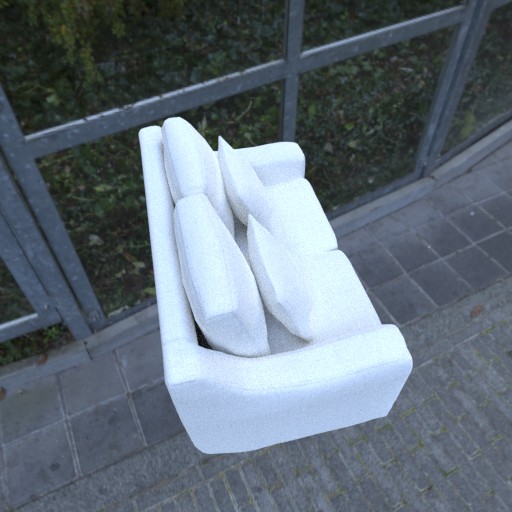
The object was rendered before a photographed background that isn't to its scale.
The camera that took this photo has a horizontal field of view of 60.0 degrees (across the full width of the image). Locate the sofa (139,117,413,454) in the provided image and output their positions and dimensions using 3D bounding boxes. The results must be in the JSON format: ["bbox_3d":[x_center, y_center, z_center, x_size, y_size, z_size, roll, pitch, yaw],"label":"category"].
[{"bbox_3d":[0.000,0.000,2.407,1.040,1.047,1.744,-10,48,-9],"label":"sofa"}]
